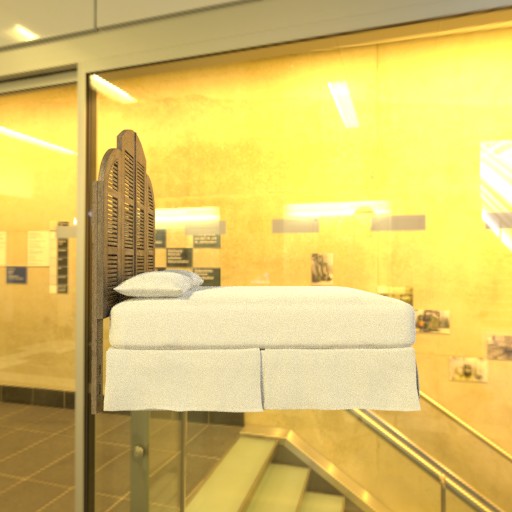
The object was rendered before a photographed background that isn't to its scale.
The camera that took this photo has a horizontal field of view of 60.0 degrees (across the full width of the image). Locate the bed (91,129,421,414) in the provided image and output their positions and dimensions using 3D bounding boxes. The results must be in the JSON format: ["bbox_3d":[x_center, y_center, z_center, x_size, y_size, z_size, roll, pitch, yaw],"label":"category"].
[{"bbox_3d":[0.000,0.000,3.642,2.138,2.019,1.713,0,-1,-1],"label":"bed"}]
